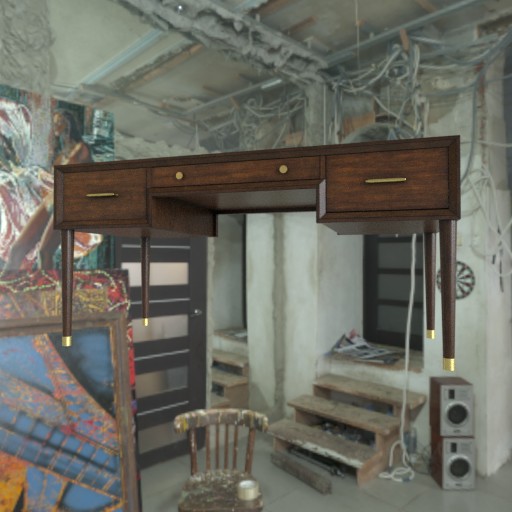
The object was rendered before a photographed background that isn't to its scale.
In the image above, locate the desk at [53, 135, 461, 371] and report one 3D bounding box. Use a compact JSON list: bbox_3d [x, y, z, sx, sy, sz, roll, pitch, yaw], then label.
[{"bbox_3d":[0.000,0.000,1.975,1.575,0.762,0.724,0,-1,16],"label":"desk"}]
